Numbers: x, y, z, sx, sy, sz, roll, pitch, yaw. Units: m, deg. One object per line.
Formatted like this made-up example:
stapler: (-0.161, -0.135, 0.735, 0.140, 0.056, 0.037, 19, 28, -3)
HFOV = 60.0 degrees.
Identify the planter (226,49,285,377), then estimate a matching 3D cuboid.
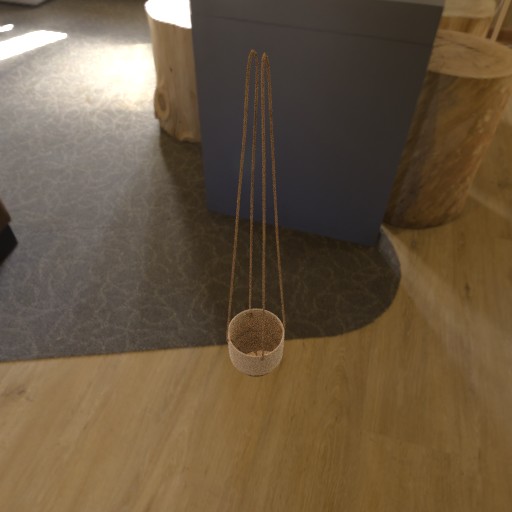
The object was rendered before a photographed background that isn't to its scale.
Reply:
planter: (0.000, 0.000, 0.920, 0.146, 0.841, 0.146, 25, 52, 21)
